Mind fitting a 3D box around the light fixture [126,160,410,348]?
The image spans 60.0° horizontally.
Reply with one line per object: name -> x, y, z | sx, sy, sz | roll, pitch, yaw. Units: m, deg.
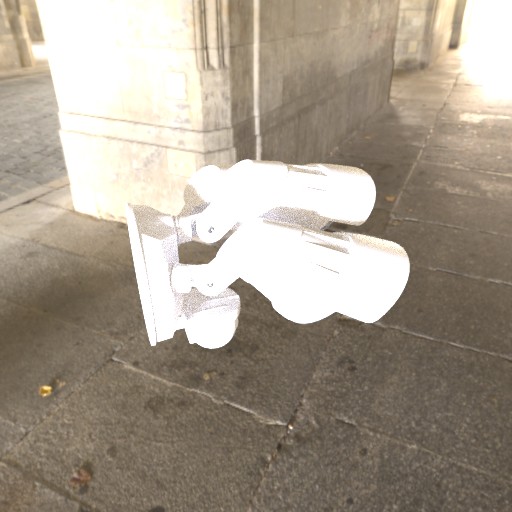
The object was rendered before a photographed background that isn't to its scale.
light fixture -> 0.000, 0.000, 0.537 | 0.278, 0.237, 0.369 | -10, 32, -17
